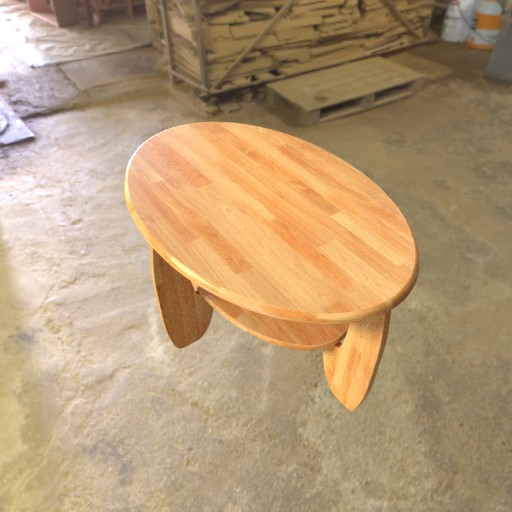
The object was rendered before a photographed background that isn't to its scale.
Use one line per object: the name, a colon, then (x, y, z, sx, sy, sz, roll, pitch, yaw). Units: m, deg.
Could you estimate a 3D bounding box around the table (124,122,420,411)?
table: (0.000, 0.000, 1.424, 0.690, 0.490, 1.040, -25, 48, -25)
